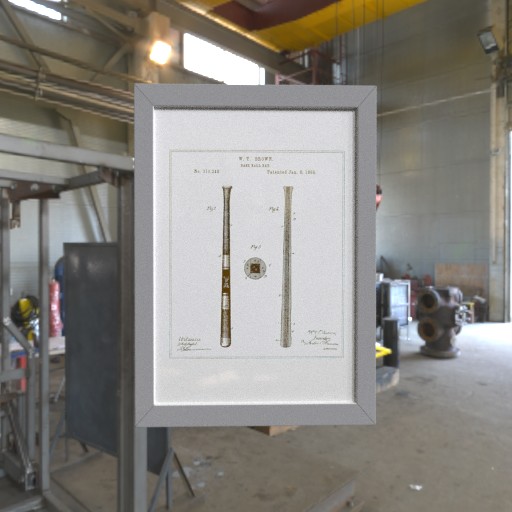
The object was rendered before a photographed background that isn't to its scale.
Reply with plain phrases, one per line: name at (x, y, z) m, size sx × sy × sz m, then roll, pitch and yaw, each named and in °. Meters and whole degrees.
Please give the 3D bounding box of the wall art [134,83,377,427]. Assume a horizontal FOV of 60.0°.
wall art at (0.000, 0.000, 0.691) m, size 0.374 × 0.529 × 0.012 m, roll 0°, pitch 1°, yaw -2°
